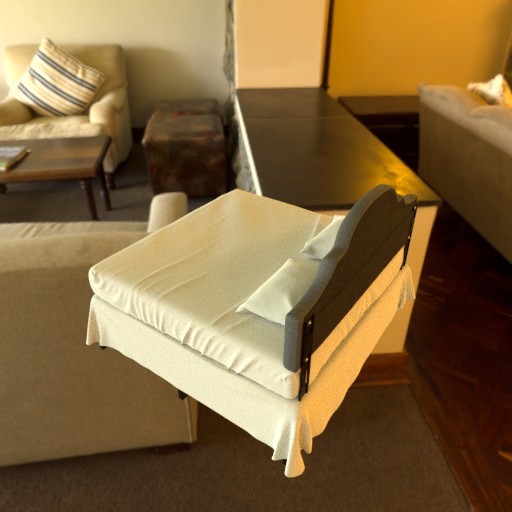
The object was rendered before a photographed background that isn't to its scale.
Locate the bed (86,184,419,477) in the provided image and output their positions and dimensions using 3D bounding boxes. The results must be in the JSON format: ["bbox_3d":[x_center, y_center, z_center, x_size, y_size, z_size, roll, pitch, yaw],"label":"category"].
[{"bbox_3d":[0.000,0.000,3.730,2.222,1.631,2.303,20,37,29],"label":"bed"}]
